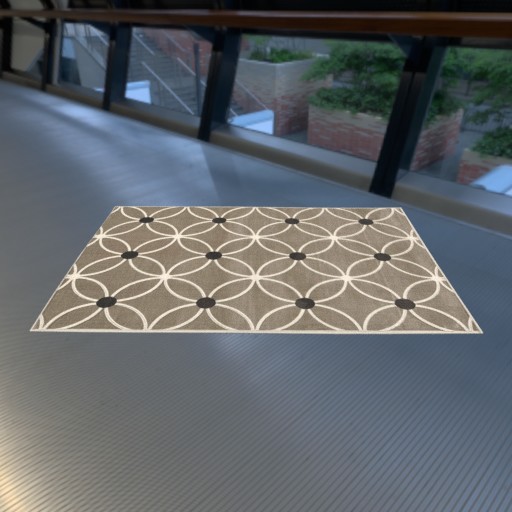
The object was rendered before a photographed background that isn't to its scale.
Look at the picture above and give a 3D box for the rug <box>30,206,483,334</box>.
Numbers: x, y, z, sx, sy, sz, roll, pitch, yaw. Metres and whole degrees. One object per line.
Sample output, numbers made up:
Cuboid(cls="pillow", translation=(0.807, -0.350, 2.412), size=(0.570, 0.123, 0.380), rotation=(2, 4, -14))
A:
Cuboid(cls="rug", translation=(0.000, 0.000, 2.868), size=(2.284, 0.008, 1.522), rotation=(0, 31, 0))
